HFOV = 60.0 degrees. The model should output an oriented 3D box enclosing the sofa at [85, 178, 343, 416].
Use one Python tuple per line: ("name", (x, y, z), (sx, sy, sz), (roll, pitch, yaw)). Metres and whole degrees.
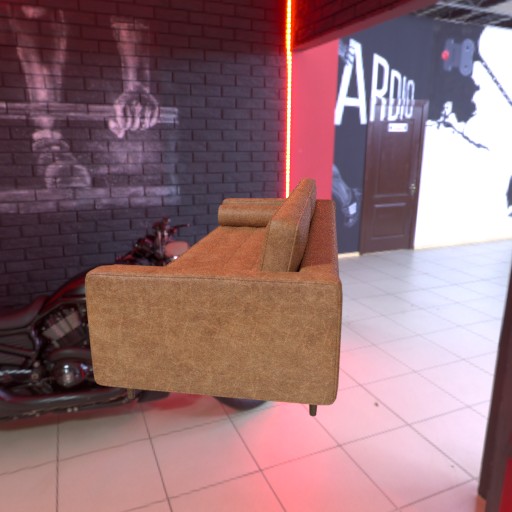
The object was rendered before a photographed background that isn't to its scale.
("sofa", (0.000, 0.000, 2.563), (0.919, 0.770, 2.200), (2, 14, 9))
